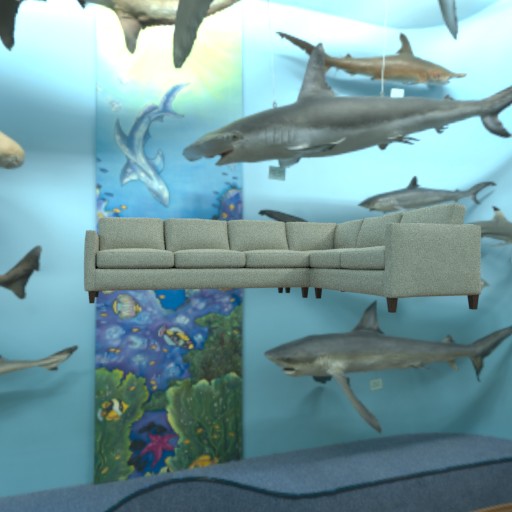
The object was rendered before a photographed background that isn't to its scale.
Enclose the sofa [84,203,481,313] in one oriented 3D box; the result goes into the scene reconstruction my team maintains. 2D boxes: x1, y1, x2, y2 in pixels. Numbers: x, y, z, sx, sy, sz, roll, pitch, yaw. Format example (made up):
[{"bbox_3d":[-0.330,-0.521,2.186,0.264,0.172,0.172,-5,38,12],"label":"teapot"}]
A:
[{"bbox_3d":[0.000,0.000,4.485,3.333,0.934,2.522,0,-1,-17],"label":"sofa"}]
